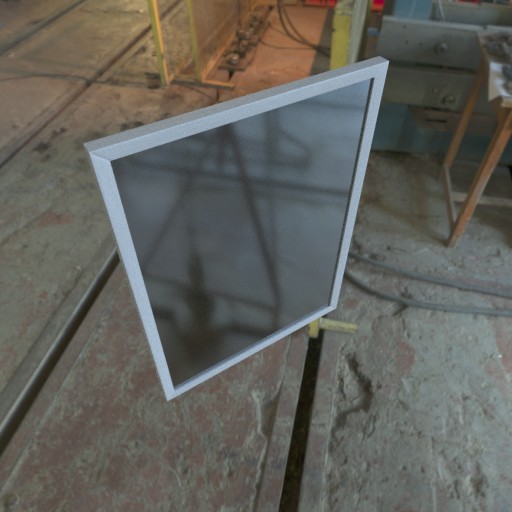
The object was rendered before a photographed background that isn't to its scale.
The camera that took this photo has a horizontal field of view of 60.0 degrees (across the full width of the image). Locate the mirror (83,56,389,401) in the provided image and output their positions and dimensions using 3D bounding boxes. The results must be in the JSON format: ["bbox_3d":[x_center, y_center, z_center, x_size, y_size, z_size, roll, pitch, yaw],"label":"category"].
[{"bbox_3d":[0.000,0.000,1.343,0.762,1.016,0.040,-25,51,-22],"label":"mirror"}]
